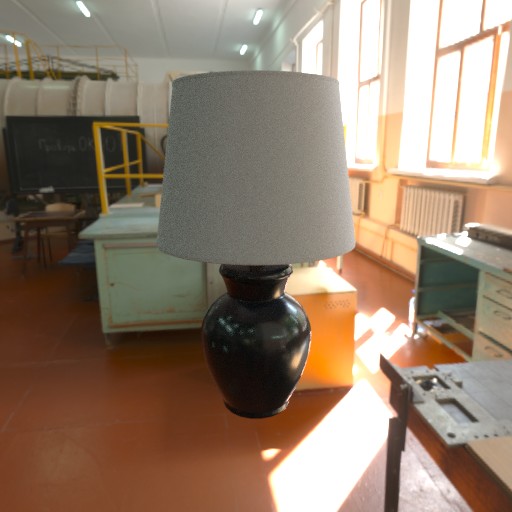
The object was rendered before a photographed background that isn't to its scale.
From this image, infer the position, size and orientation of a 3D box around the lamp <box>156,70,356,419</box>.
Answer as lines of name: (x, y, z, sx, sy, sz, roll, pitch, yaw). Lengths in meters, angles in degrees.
lamp: (0.000, 0.000, 0.549, 0.239, 0.399, 0.239, 0, 13, 0)
